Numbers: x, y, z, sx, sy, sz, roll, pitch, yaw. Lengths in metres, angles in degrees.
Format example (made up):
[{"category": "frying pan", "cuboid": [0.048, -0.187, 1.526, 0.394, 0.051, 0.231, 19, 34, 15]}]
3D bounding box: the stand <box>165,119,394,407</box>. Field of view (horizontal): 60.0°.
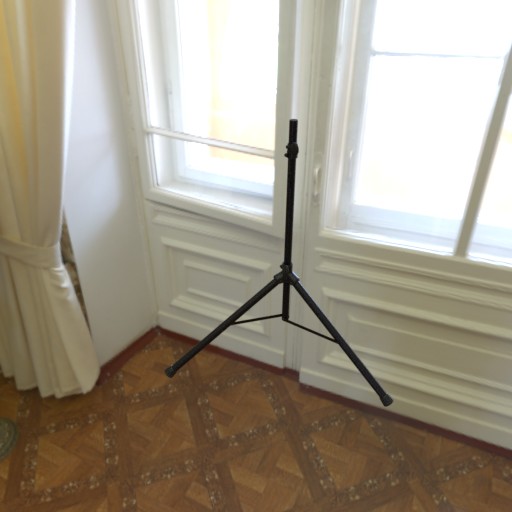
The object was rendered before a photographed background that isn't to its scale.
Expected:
[{"category": "stand", "cuboid": [0.000, 0.000, 1.924, 0.907, 1.136, 1.045, -11, 33, -17]}]
